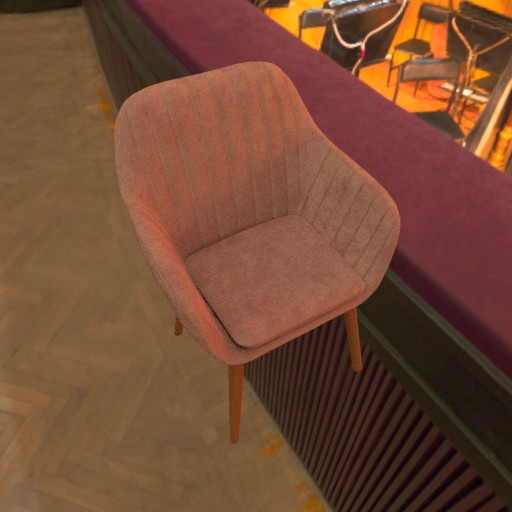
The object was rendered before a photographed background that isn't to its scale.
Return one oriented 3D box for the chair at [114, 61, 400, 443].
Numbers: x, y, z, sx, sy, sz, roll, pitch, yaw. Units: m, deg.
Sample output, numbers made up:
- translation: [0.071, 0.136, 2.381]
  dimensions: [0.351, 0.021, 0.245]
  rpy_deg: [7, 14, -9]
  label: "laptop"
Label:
- translation: [0.000, 0.000, 1.247]
  dimensions: [0.610, 0.832, 0.570]
  rpy_deg: [-23, 51, -20]
  label: "chair"
